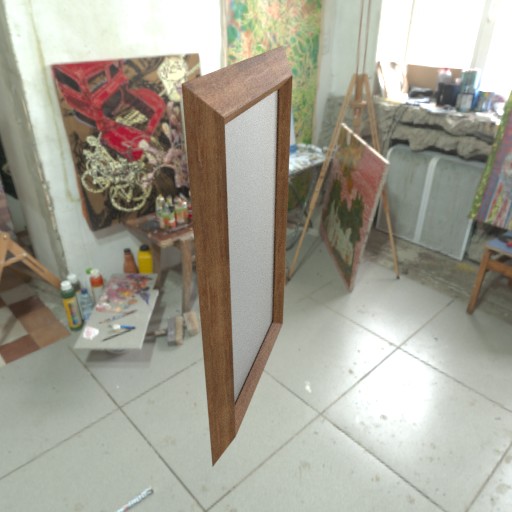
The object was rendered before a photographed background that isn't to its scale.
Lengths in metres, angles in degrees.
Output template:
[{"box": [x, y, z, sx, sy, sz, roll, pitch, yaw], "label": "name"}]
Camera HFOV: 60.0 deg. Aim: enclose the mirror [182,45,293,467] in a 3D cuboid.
[{"box": [0.000, 0.000, 1.239, 0.047, 1.010, 0.651, 9, 32, 15], "label": "mirror"}]
